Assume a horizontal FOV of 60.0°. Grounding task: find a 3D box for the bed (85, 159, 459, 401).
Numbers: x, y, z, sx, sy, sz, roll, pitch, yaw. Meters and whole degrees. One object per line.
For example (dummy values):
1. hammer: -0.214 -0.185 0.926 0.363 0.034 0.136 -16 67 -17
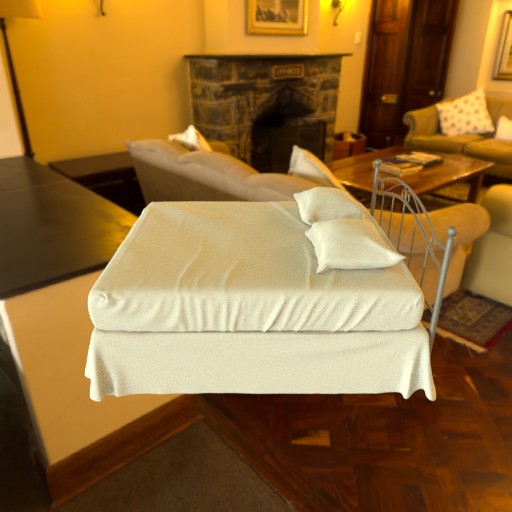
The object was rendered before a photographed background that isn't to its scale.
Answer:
1. bed: 0.000 0.000 3.305 2.215 1.080 1.936 0 25 0
